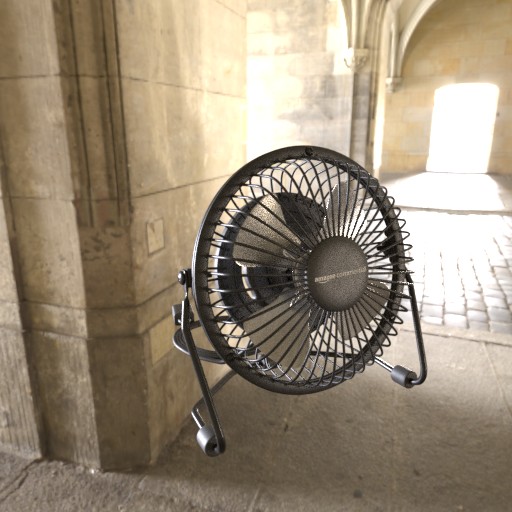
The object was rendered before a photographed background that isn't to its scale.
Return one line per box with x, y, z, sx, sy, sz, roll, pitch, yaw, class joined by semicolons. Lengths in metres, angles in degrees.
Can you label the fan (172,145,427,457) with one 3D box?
0.000;0.000;0.306;0.153;0.152;0.202;-8;18;-26;fan
